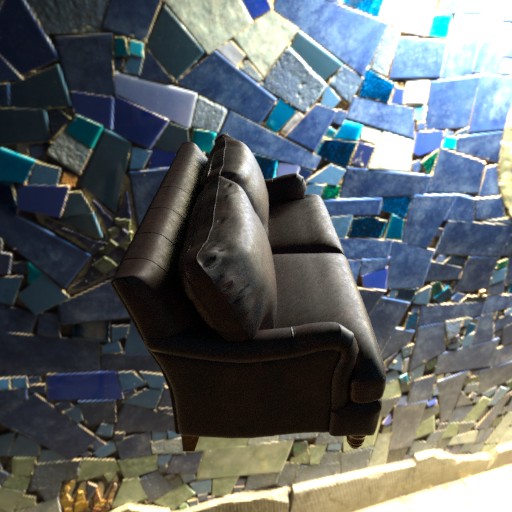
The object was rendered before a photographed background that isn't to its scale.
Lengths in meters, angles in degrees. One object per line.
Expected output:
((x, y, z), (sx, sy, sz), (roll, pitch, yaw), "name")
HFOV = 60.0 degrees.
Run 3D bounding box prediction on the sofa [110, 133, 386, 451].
((0.000, 0.000, 2.785), (1.147, 1.071, 2.144), (0, 29, -1), "sofa")
